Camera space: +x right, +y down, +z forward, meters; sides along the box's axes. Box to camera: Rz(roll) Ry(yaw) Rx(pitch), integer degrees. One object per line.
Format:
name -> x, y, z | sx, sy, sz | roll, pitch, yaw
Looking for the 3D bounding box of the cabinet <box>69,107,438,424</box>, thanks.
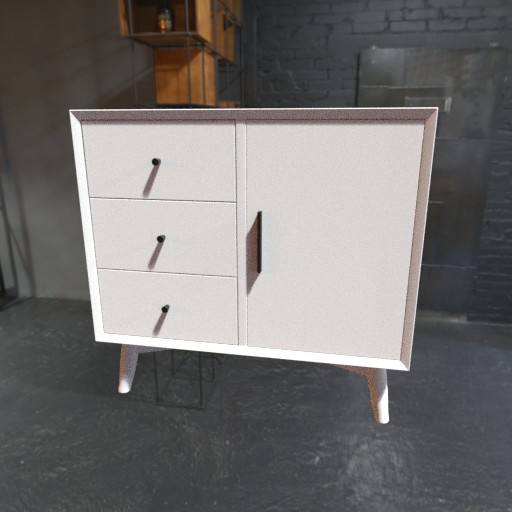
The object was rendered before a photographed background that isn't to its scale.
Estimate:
cabinet -> 0.000, 0.000, 1.227 | 0.800, 0.761, 0.398 | 3, 17, 10
